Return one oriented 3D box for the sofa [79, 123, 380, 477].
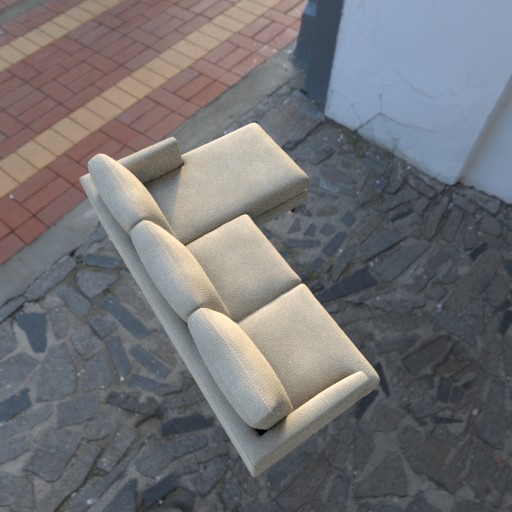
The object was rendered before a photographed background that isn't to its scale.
[{"bbox_3d":[0.000,0.000,3.016,1.504,0.956,2.233,-30,63,-17],"label":"sofa"}]
